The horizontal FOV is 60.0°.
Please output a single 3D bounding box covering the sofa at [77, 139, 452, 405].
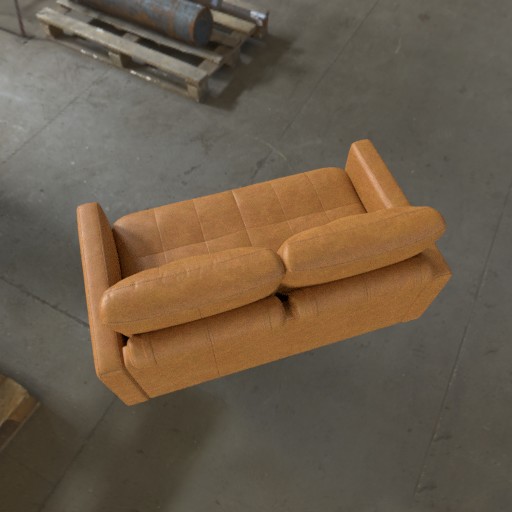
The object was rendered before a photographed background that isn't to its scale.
[{"bbox_3d":[0.000,0.000,1.961,1.430,0.898,0.868,-15,60,-9],"label":"sofa"}]
